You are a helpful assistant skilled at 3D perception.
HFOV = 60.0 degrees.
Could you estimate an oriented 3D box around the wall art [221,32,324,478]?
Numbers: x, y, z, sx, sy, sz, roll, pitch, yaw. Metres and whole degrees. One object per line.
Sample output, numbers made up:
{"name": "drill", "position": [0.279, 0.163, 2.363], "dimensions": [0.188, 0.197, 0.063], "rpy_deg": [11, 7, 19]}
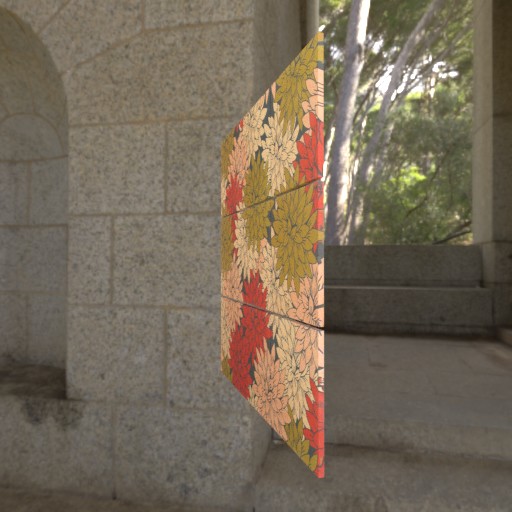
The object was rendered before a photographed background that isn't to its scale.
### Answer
{"name": "wall art", "position": [0.000, 0.000, 1.341], "dimensions": [0.013, 0.913, 0.904], "rpy_deg": [0, -1, -17]}
